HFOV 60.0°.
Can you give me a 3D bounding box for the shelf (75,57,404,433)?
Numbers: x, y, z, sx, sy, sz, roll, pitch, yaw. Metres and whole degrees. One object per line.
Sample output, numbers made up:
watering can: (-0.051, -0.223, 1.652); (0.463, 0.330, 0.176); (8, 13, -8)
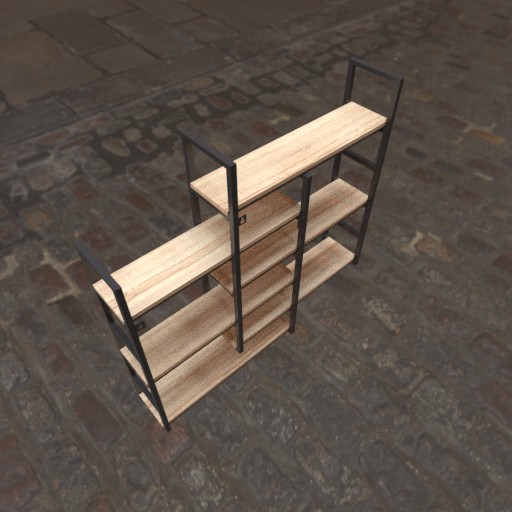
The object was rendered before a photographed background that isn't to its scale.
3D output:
shelf: (0.000, 0.000, 1.395); (0.946, 0.921, 0.183); (-33, 55, -27)
